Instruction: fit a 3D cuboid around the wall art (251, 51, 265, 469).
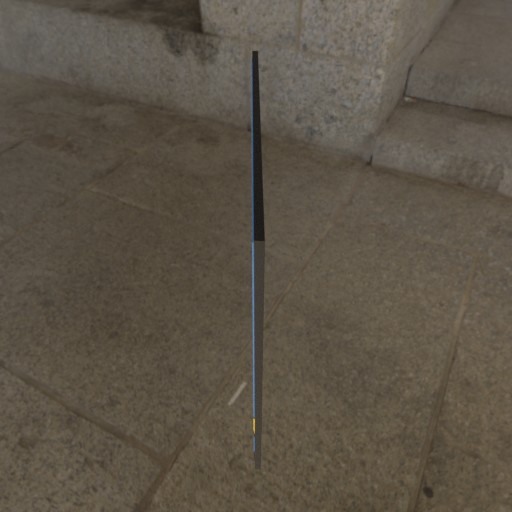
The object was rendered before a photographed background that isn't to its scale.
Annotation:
[{"bbox_3d":[0.000,0.000,0.994,0.015,0.663,0.664,0,43,0],"label":"wall art"}]
